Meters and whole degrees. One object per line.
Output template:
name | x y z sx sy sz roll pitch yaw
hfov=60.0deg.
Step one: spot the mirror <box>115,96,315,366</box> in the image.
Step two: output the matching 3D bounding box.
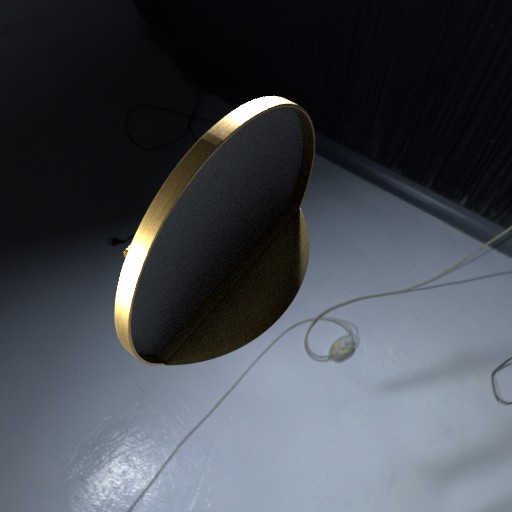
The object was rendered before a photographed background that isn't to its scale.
mirror | 0.000 0.000 0.695 0.133 0.457 0.457 32 63 18
